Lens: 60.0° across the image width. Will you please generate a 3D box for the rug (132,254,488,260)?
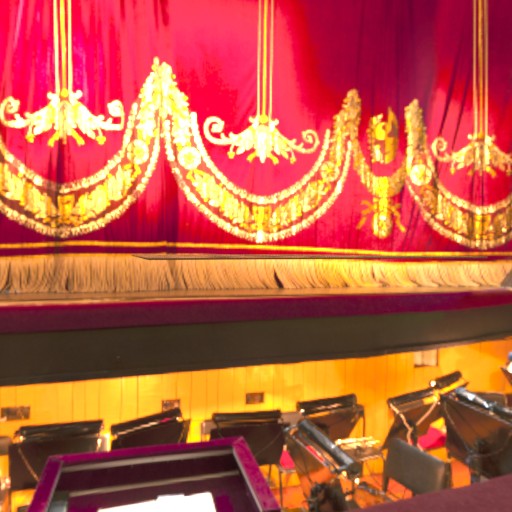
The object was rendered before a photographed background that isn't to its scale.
[{"bbox_3d":[0.000,0.000,2.288,1.202,0.006,1.813,0,0,-17],"label":"rug"}]
